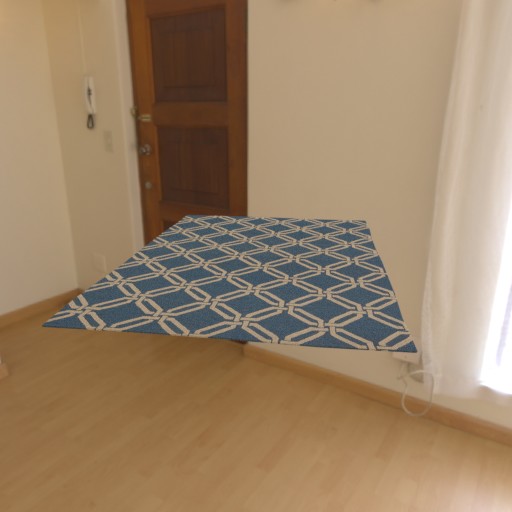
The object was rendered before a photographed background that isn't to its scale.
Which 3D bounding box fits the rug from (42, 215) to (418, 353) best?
[{"bbox_3d":[0.000,0.000,2.738,1.524,0.013,2.135,2,18,8],"label":"rug"}]
